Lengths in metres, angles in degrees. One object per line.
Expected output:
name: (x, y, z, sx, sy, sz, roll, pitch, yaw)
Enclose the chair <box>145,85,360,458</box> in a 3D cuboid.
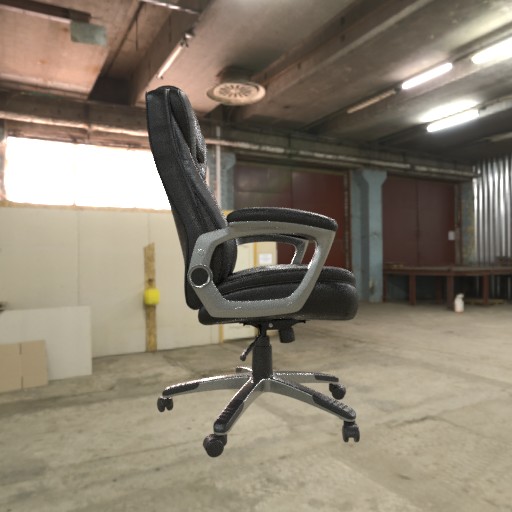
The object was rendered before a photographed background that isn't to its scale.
chair: (0.000, 0.000, 1.521, 0.689, 1.075, 0.697, 0, 0, -1)
